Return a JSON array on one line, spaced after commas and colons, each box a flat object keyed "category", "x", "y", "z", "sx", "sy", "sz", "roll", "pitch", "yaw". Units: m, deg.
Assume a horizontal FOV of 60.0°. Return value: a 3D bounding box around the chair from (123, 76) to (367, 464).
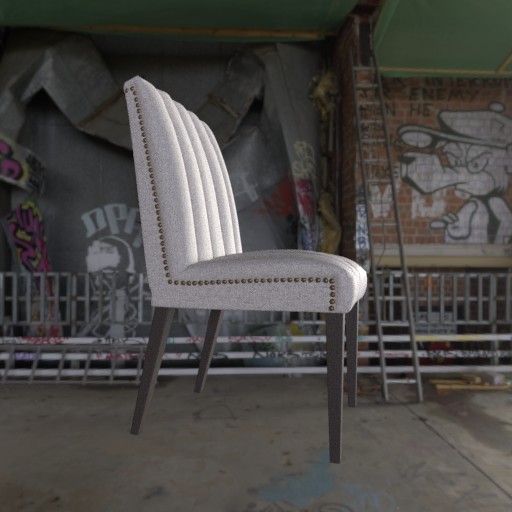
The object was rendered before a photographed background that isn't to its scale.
[{"category": "chair", "x": 0.000, "y": 0.000, "z": 1.378, "sx": 0.647, "sy": 1.016, "sz": 0.511, "roll": 0, "pitch": 0, "yaw": 18}]
